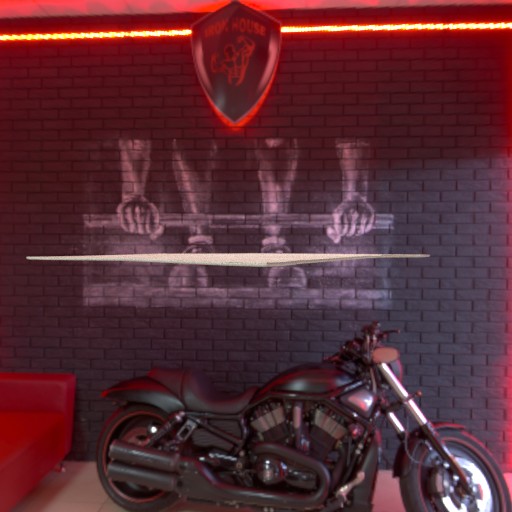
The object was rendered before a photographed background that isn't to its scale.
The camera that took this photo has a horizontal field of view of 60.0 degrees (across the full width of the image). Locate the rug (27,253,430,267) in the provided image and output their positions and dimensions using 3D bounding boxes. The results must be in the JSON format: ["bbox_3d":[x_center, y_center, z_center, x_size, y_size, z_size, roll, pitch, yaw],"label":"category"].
[{"bbox_3d":[0.000,0.000,4.290,2.434,0.045,3.202,1,1,36],"label":"rug"}]
